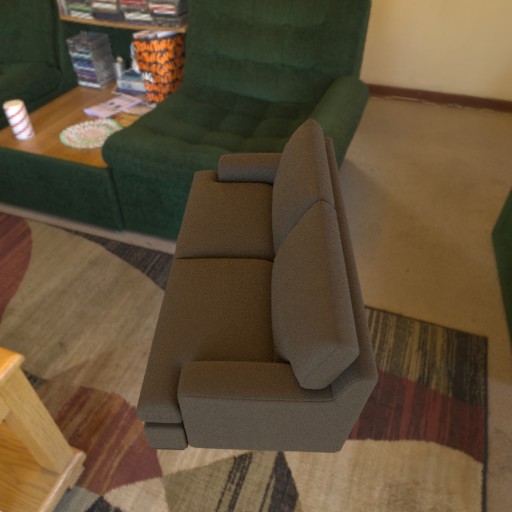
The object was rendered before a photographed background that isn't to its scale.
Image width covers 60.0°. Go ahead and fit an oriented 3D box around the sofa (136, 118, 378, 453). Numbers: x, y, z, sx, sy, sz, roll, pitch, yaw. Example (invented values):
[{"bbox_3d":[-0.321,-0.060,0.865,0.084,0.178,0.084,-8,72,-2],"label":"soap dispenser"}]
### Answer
[{"bbox_3d":[0.000,0.000,2.921,1.140,0.950,2.271,1,43,1],"label":"sofa"}]
